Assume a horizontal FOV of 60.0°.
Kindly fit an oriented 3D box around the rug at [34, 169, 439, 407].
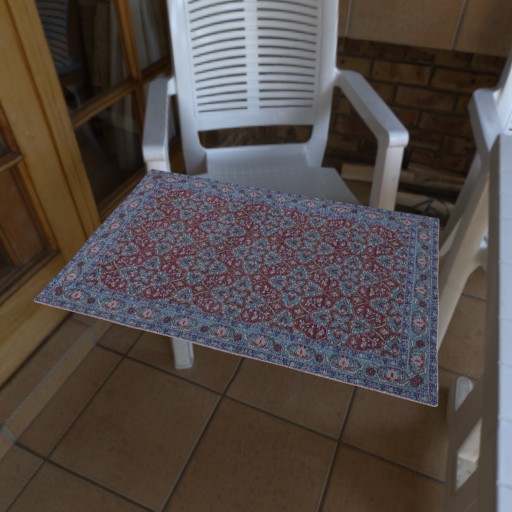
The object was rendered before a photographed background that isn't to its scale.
[{"bbox_3d":[0.000,0.000,2.317,1.829,0.009,1.219,12,44,12],"label":"rug"}]
